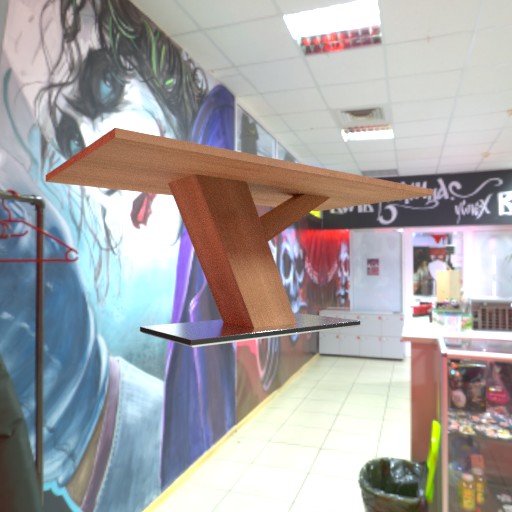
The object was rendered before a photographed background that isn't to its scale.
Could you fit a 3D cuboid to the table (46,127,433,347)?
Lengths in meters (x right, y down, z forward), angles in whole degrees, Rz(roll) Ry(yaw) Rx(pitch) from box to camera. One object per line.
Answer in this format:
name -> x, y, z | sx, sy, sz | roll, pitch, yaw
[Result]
table -> 0.000, 0.000, 2.266 | 1.800, 0.750, 0.900 | 1, -2, -38
